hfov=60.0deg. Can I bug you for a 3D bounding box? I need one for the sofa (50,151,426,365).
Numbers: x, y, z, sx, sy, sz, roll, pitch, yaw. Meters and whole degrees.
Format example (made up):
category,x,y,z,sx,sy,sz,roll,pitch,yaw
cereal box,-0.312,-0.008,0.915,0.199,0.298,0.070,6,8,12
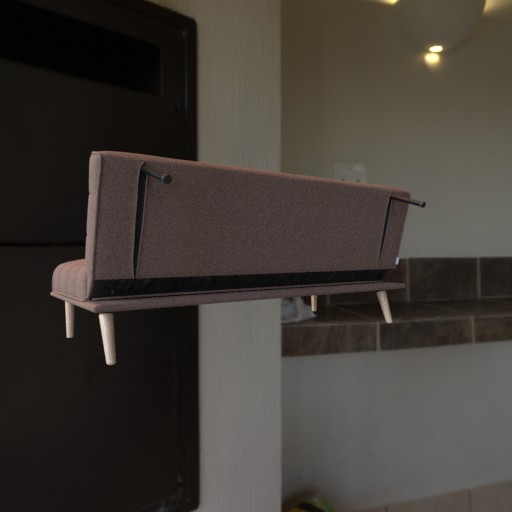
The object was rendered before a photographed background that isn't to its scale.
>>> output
category,x,y,z,sx,sy,sz,roll,pitch,yaw
sofa,0.000,0.000,2.337,1.820,0.810,1.038,-1,1,-36
